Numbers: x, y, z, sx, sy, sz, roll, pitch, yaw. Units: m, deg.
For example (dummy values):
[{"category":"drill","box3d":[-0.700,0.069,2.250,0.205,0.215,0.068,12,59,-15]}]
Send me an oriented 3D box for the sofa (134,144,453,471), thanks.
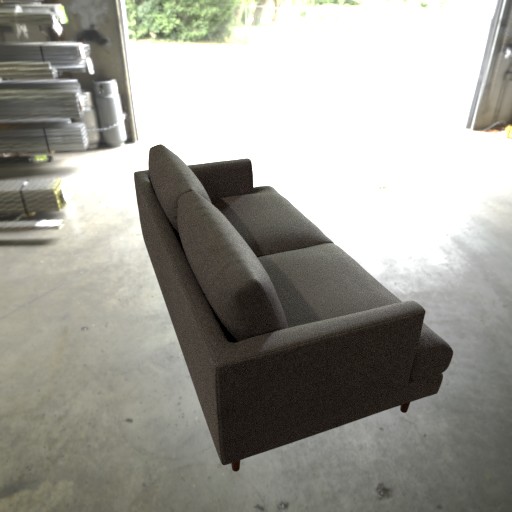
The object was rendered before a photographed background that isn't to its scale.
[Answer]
[{"category":"sofa","box3d":[0.000,0.000,2.431,1.020,0.868,1.948,-11,32,-18]}]
